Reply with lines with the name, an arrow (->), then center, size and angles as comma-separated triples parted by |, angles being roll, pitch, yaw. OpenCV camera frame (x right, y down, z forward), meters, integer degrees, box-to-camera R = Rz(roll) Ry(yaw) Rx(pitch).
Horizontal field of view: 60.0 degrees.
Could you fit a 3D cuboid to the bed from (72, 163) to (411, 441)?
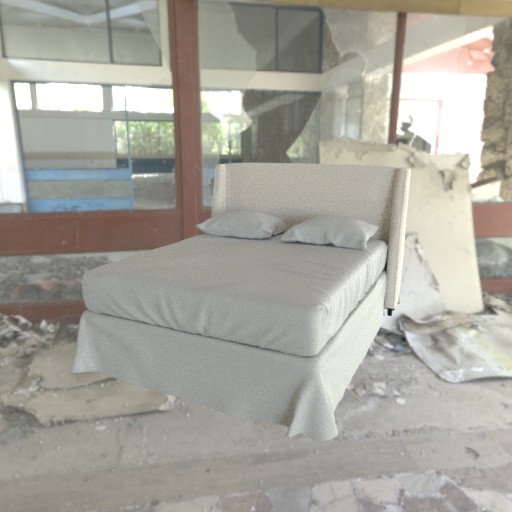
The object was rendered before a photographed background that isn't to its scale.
bed -> 0.000, 0.000, 3.446 | 1.925, 1.332, 2.276 | 7, 16, 25
